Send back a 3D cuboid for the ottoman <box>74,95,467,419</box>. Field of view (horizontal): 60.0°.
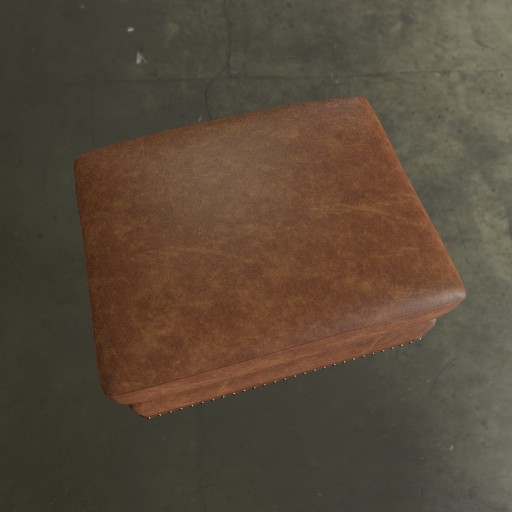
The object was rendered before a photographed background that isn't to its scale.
[{"bbox_3d":[0.000,0.000,1.113,0.742,0.486,0.586,-14,65,-7],"label":"ottoman"}]
